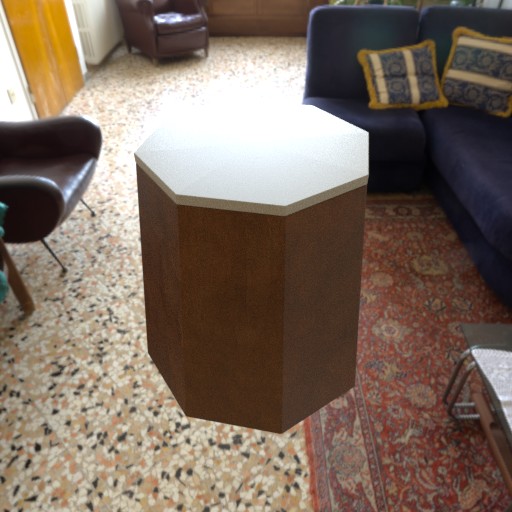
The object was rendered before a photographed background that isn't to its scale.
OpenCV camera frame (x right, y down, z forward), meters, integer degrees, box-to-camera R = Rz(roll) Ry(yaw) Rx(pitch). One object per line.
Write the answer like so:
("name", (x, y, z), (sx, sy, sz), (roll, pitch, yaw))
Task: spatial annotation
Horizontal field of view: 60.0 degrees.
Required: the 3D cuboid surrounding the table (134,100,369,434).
("table", (0.000, 0.000, 0.833), (0.439, 0.457, 0.439), (-24, 45, -27))
